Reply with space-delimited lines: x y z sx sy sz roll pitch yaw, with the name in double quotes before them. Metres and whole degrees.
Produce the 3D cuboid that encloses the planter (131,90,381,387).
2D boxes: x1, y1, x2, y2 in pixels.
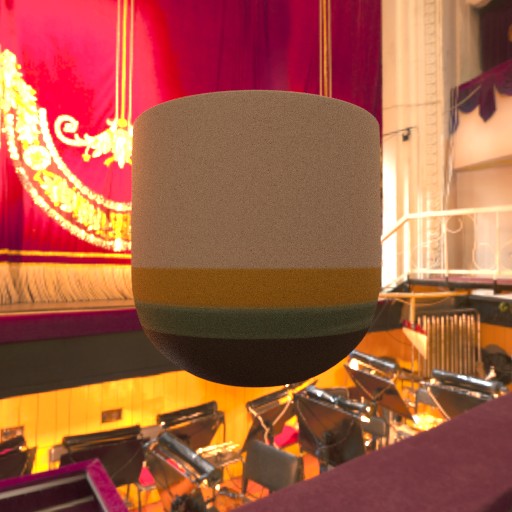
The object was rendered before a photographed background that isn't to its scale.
"planter" 0.000 0.000 0.494 0.268 0.270 0.268 0 -1 0
